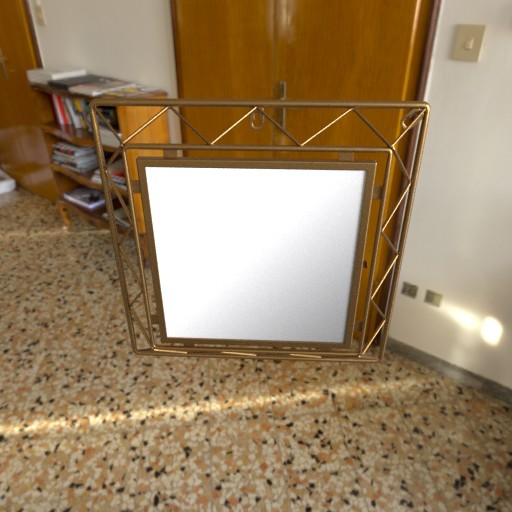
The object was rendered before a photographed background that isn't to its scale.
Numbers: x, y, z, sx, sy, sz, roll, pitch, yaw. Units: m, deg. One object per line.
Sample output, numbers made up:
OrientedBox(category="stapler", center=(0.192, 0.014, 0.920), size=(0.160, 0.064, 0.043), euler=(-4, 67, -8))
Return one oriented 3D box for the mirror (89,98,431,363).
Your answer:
OrientedBox(category="mirror", center=(0.000, 0.000, 0.621), size=(0.416, 0.414, 0.046), euler=(1, 30, 2))
